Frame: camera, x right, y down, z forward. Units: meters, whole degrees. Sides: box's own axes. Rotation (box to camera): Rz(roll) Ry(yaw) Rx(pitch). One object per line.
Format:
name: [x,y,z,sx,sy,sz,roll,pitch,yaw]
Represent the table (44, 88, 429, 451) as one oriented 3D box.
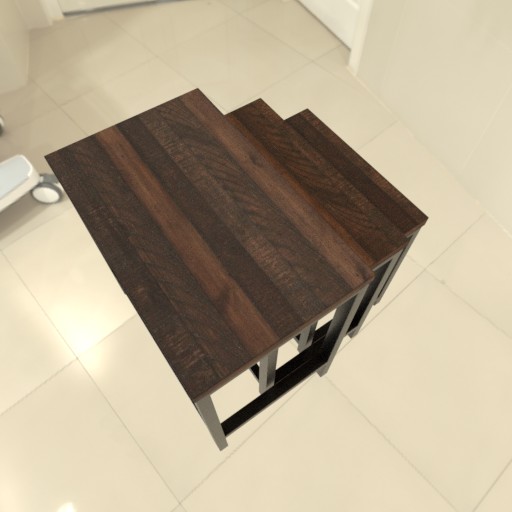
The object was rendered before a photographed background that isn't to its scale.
table: [0.000,0.000,1.160,0.660,0.616,0.608,-31,64,-17]
